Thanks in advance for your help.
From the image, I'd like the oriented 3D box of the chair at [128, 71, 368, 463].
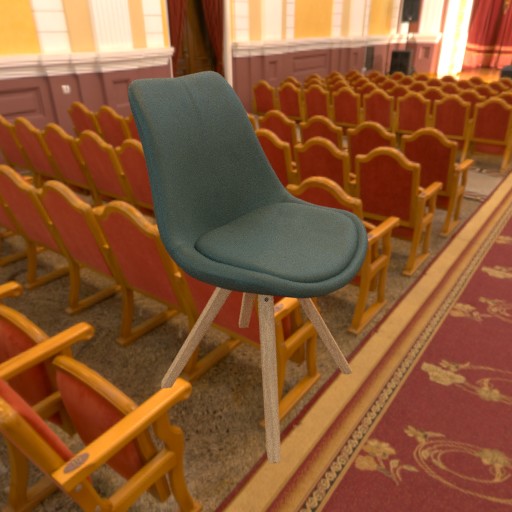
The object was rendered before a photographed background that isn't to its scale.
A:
[{"bbox_3d":[0.000,0.000,1.177,0.547,0.865,0.483,20,34,32],"label":"chair"}]
